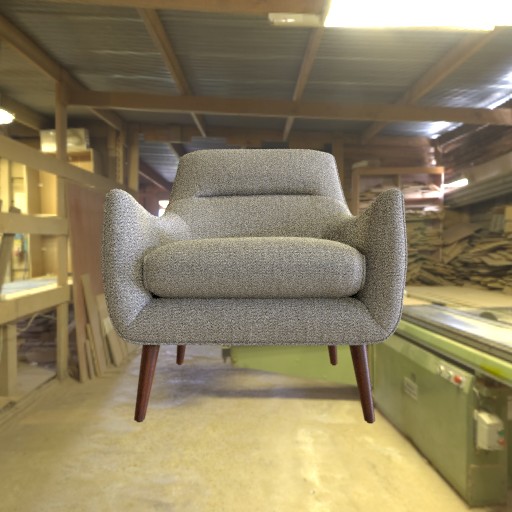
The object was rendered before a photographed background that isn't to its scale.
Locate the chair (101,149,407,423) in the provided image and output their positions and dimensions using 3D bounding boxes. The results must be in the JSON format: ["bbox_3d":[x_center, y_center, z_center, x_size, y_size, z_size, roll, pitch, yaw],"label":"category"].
[{"bbox_3d":[0.000,0.000,1.453,0.762,0.838,0.787,0,1,1],"label":"chair"}]
